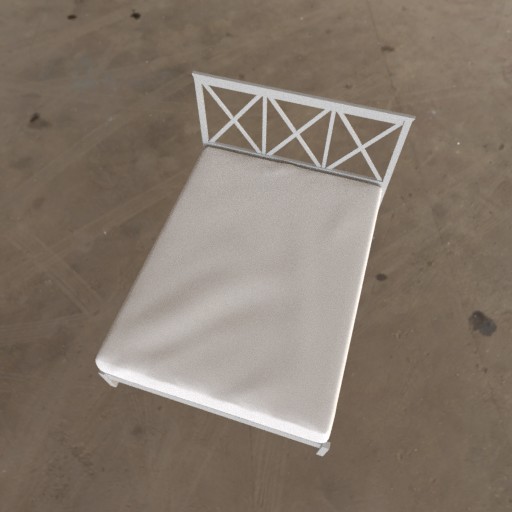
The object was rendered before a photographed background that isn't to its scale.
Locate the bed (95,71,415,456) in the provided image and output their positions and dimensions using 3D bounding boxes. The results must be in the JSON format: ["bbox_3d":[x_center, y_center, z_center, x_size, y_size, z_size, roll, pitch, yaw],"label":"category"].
[{"bbox_3d":[0.000,0.000,3.233,1.673,1.253,2.135,15,59,9],"label":"bed"}]
